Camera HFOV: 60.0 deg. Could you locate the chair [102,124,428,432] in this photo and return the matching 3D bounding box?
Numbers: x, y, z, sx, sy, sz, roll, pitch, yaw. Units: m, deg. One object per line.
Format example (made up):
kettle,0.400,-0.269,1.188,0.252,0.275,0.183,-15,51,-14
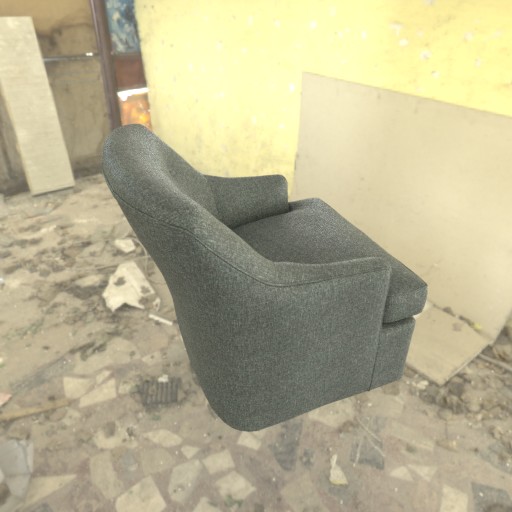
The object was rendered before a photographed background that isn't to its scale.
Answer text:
chair,0.000,0.000,1.577,0.923,0.856,0.864,-11,33,-18
